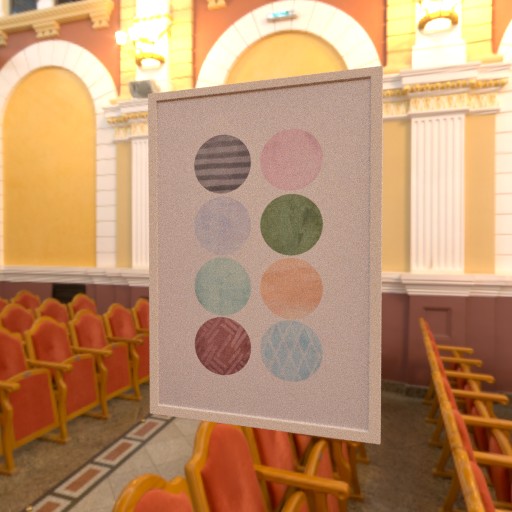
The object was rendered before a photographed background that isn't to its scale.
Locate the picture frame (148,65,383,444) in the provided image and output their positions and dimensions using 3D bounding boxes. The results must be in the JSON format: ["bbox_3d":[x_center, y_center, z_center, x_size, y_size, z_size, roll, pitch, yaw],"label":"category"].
[{"bbox_3d":[0.000,0.000,1.207,0.659,0.940,0.013,0,2,18],"label":"picture frame"}]
